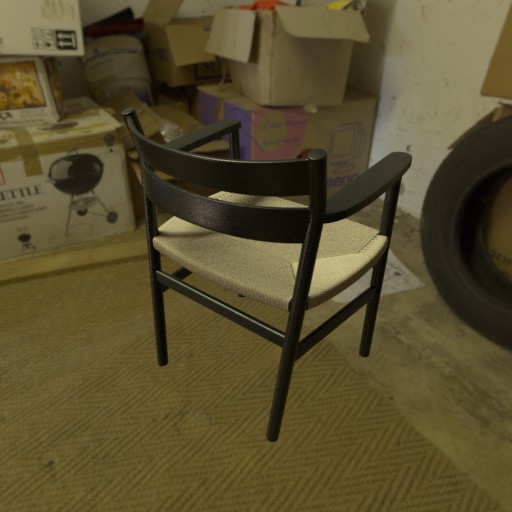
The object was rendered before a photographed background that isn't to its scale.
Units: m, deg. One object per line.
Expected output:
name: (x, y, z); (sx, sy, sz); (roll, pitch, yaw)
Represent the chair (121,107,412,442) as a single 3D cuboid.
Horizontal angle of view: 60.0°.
chair: (0.000, 0.000, 1.228); (0.630, 0.775, 0.508); (22, 37, 33)
